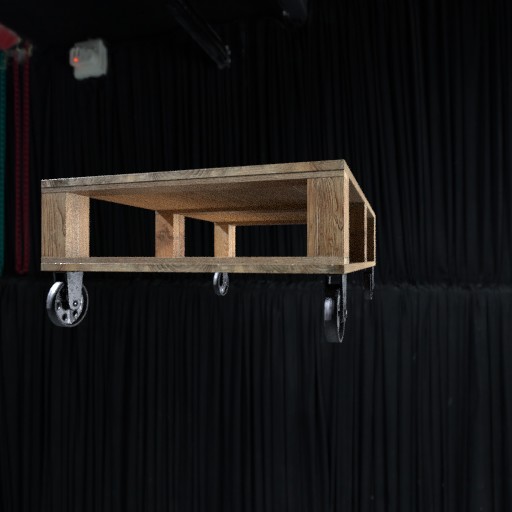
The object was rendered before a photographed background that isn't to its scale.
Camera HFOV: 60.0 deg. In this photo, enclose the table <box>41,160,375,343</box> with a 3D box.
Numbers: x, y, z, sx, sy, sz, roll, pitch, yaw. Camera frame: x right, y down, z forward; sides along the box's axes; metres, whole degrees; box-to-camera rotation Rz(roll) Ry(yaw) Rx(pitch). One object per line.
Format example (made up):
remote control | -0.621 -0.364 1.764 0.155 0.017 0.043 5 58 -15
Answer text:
table | 0.000 0.000 1.715 0.827 0.413 1.299 0 0 18
